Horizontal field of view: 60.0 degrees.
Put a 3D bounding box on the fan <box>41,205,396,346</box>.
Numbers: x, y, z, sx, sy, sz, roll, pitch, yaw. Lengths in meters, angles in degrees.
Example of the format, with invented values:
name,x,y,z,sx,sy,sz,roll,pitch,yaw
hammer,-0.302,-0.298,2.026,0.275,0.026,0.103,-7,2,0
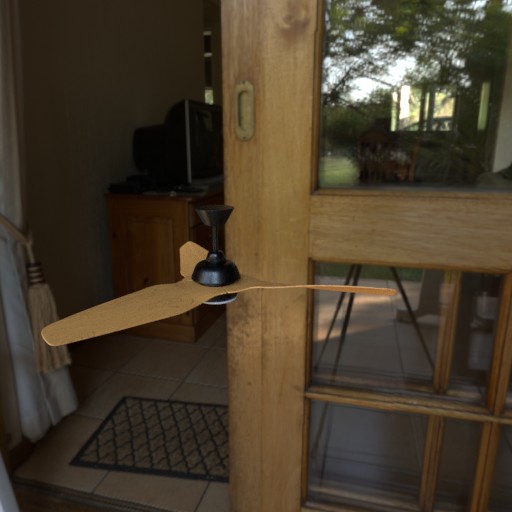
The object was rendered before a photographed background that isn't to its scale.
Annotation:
name,x,y,z,sx,sy,sz,roll,pitch,yaw
fan,0.000,0.000,1.638,1.010,0.355,1.142,2,15,9
